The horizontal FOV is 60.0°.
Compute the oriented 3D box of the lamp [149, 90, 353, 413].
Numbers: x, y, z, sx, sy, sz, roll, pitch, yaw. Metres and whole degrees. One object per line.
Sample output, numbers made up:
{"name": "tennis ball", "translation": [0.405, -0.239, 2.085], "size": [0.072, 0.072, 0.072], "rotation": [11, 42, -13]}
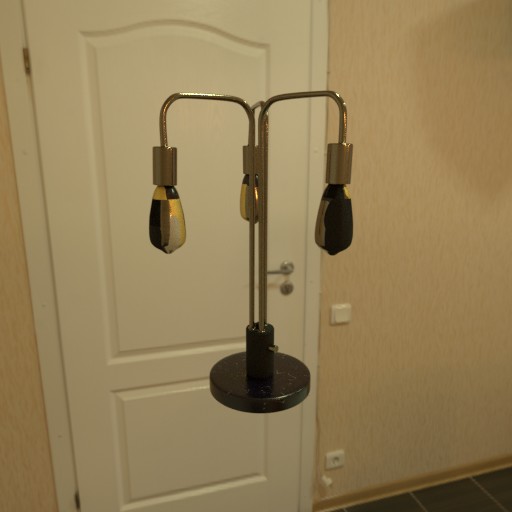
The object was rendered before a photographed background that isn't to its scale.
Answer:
{"name": "lamp", "translation": [0.000, 0.000, 0.815], "size": [0.368, 0.560, 0.355], "rotation": [13, 19, 43]}
